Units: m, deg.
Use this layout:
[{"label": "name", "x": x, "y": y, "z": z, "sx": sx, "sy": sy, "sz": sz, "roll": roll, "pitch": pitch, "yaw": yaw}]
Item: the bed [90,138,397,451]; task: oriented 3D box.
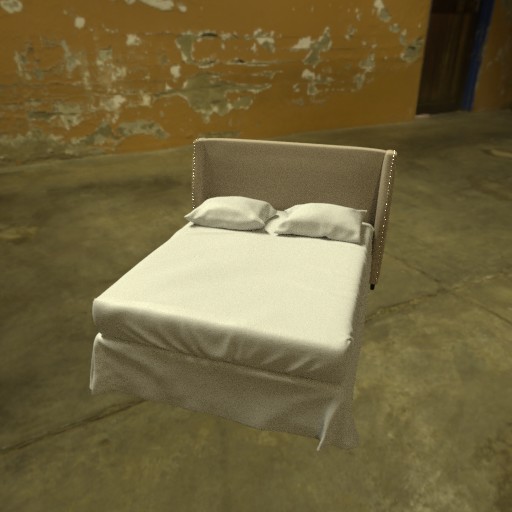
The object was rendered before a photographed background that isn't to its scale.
[{"label": "bed", "x": 0.000, "y": 0.000, "z": 3.481, "sx": 1.925, "sy": 1.332, "sz": 2.276, "roll": 8, "pitch": 27, "yaw": 16}]
